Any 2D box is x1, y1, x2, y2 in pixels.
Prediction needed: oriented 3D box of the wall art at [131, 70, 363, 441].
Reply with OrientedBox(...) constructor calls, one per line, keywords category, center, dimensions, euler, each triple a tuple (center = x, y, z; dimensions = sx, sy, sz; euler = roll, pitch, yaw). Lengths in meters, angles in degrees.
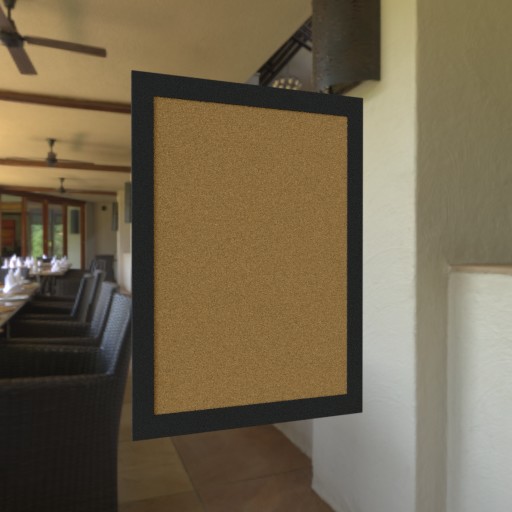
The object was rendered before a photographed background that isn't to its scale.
OrientedBox(category="wall art", center=(0.000, 0.000, 0.692), dimensions=(0.374, 0.529, 0.012), euler=(0, 0, -18))
